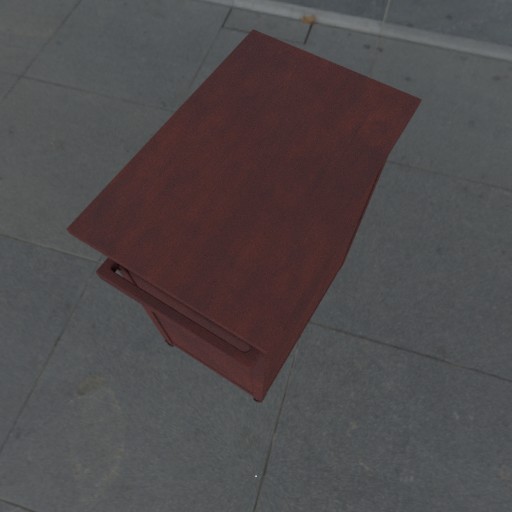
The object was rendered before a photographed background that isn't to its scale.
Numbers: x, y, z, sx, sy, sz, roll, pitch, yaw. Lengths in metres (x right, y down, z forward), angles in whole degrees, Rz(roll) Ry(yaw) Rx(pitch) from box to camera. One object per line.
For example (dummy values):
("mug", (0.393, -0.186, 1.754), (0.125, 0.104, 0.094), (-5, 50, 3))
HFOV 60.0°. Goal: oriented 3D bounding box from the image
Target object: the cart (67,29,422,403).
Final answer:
("cart", (0.000, 0.000, 1.293), (0.442, 0.864, 0.683), (29, 67, 14))
